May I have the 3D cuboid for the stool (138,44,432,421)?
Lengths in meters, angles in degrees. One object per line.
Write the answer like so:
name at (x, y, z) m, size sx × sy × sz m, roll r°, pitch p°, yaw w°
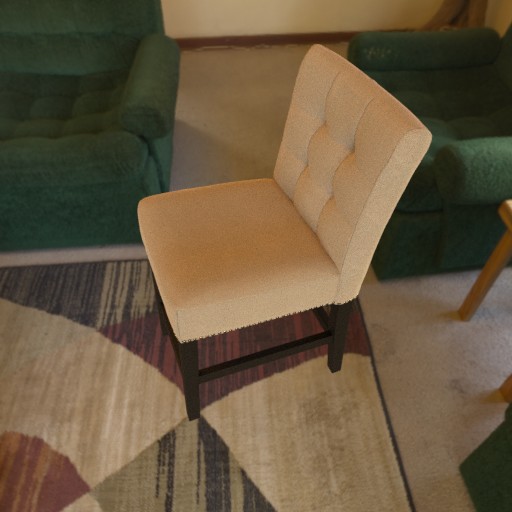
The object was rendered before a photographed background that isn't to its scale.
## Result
stool at (0.000, 0.000, 1.184) m, size 0.571 × 0.885 × 0.427 m, roll -17°, pitch 49°, yaw -15°
